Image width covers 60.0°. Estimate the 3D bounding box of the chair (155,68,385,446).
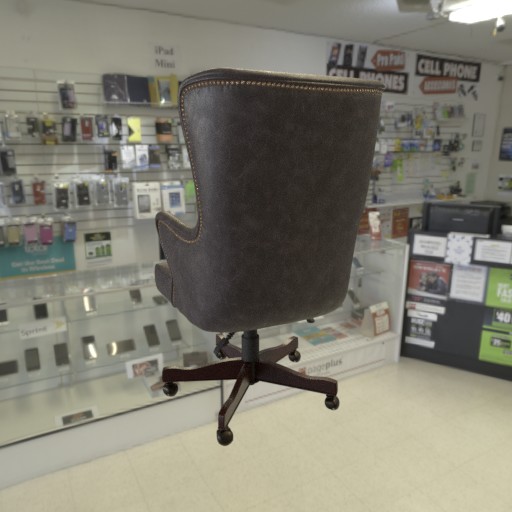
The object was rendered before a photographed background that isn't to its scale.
[{"bbox_3d":[0.000,0.000,1.451,0.594,1.037,0.717,-7,16,-26],"label":"chair"}]
